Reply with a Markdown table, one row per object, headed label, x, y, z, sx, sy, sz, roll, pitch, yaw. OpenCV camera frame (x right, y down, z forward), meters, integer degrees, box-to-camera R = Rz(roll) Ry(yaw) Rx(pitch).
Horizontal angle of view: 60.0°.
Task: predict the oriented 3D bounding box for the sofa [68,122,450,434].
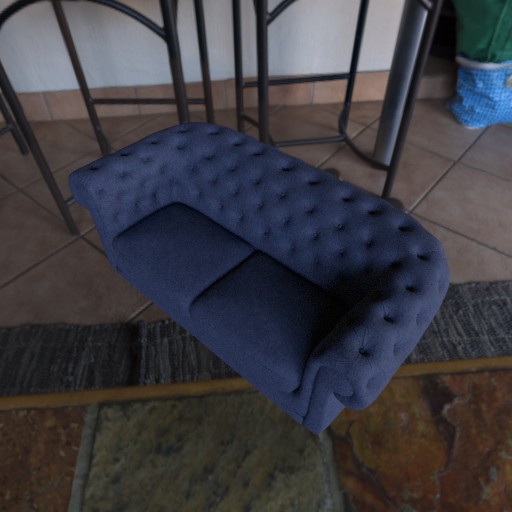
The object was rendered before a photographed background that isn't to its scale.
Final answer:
| label | x | y | z | sx | sy | sz | roll | pitch | yaw |
| --- | --- | --- | --- | --- | --- | --- | --- | --- | --- |
| sofa | 0.000 | 0.000 | 2.531 | 1.988 | 0.833 | 1.082 | 33 | 55 | 27 |
